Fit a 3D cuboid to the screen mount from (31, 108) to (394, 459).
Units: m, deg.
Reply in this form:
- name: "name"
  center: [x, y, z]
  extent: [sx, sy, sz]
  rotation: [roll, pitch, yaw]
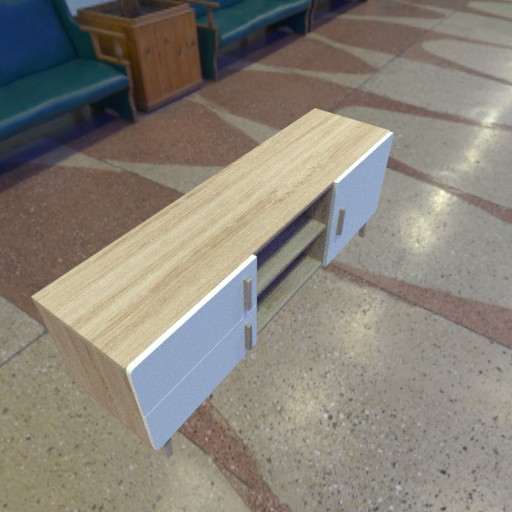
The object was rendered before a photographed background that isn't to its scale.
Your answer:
- name: "screen mount"
  center: [0.000, 0.000, 1.757]
  extent: [0.420, 0.570, 1.500]
  rotation: [27, 49, 26]
